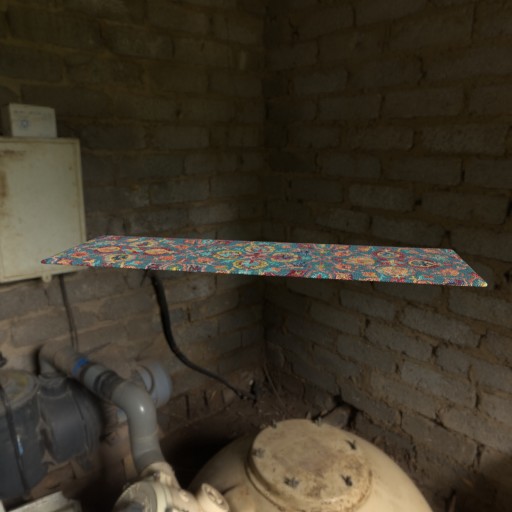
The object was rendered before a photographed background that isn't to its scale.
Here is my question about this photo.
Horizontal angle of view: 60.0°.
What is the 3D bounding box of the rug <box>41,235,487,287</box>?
[{"bbox_3d":[0.000,0.000,2.546,2.286,0.013,0.686,3,15,10],"label":"rug"}]
